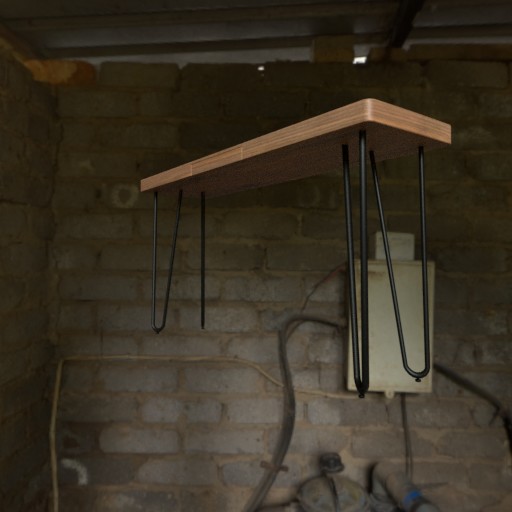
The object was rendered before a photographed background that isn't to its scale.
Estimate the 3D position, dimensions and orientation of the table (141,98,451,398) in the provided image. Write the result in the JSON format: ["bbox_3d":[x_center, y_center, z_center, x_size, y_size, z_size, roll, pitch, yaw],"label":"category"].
[{"bbox_3d":[0.000,0.000,1.930,0.425,0.834,1.570,0,-1,-37],"label":"table"}]
